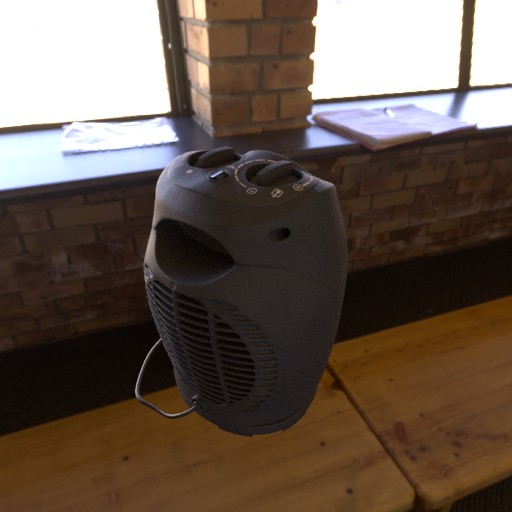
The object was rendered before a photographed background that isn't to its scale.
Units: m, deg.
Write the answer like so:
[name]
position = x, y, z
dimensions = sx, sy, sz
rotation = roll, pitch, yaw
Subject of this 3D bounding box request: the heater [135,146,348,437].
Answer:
[heater]
position = 0.000, 0.000, 0.476
dimensions = 0.239, 0.255, 0.291
rotation = 21, 37, 31
